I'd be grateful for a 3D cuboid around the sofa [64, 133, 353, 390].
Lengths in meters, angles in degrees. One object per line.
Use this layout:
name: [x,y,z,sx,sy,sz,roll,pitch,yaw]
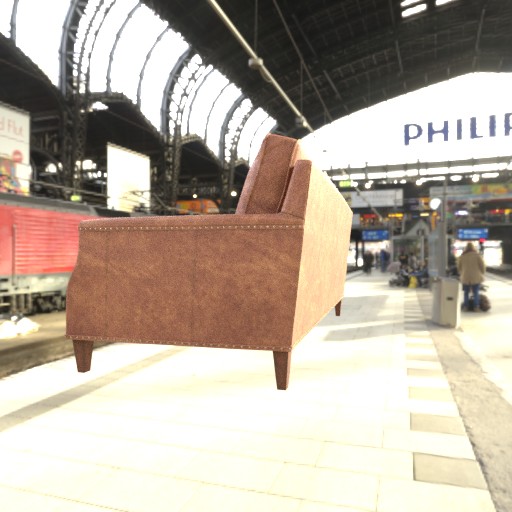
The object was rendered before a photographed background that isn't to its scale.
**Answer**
sofa: [0.000,0.000,2.808,1.084,1.003,2.246,0,0,16]
